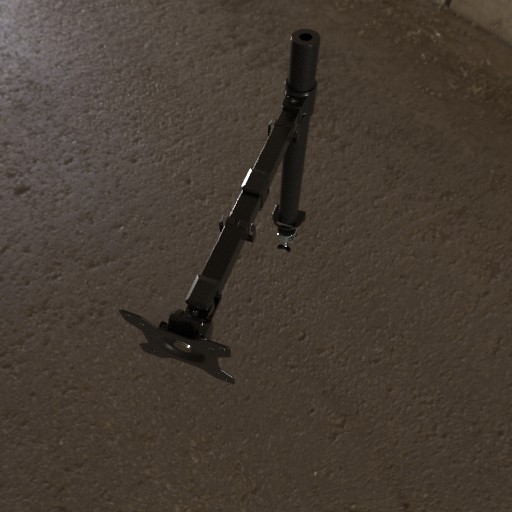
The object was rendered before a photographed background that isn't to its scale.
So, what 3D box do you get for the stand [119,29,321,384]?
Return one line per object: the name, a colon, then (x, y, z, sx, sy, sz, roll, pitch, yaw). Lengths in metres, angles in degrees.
stand: (0.000, 0.000, 0.706, 0.115, 0.510, 0.456, 17, 59, 10)
